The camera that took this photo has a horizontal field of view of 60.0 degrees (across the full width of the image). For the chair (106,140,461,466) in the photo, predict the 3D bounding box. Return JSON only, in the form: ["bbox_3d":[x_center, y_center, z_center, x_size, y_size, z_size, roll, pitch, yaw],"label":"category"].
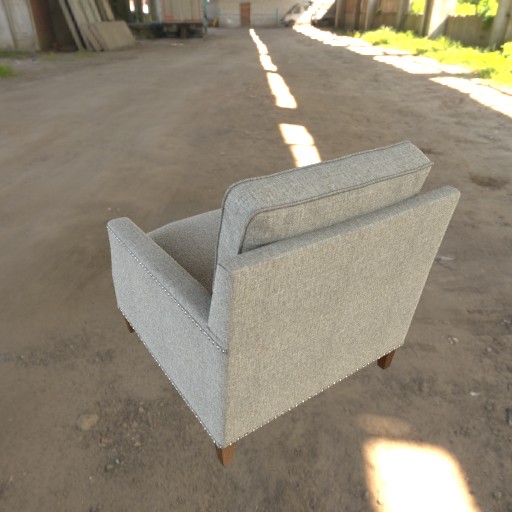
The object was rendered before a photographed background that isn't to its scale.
[{"bbox_3d":[0.000,0.000,1.676,0.853,0.943,1.014,-19,35,-30],"label":"chair"}]
